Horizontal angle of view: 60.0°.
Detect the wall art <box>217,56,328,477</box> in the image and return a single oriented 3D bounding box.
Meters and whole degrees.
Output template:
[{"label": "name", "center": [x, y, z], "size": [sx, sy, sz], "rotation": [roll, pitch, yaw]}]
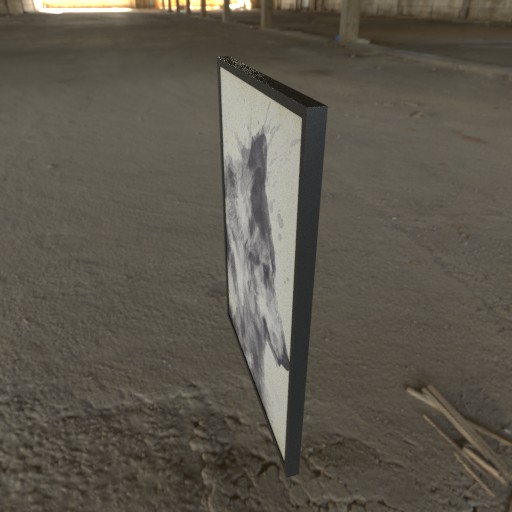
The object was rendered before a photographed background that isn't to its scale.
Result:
[{"label": "wall art", "center": [0.000, 0.000, 1.383], "size": [0.039, 1.061, 0.804], "rotation": [-8, 31, -14]}]
